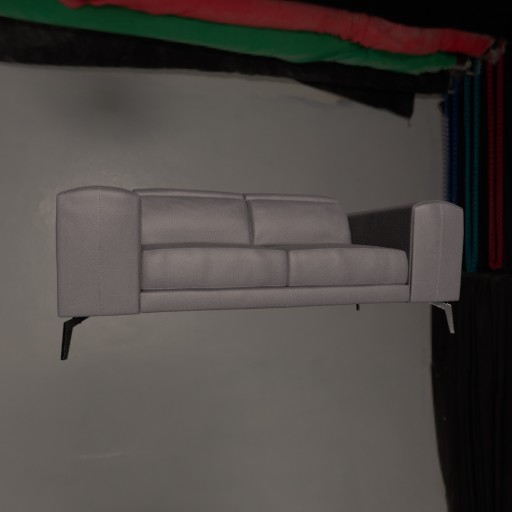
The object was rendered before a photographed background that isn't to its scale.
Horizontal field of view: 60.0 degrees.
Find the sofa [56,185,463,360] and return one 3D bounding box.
[{"bbox_3d":[0.000,0.000,2.378,1.895,0.779,1.003,0,0,-18],"label":"sofa"}]
